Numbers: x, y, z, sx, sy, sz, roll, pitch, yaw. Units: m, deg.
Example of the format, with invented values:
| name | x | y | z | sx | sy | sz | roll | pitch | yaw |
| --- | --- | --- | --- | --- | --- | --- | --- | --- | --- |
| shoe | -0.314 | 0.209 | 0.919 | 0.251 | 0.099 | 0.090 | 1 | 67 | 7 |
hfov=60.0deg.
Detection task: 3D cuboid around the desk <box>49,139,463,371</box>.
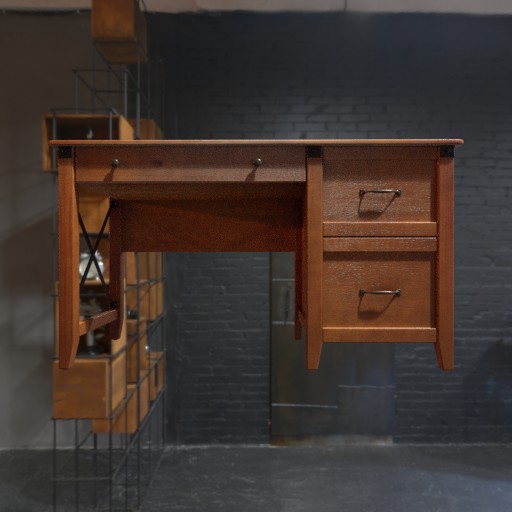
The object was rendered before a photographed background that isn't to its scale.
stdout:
| name | x | y | z | sx | sy | sz | roll | pitch | yaw |
| --- | --- | --- | --- | --- | --- | --- | --- | --- | --- |
| desk | 0.000 | 0.000 | 1.722 | 1.353 | 0.756 | 0.574 | 0 | 0 | 1 |
